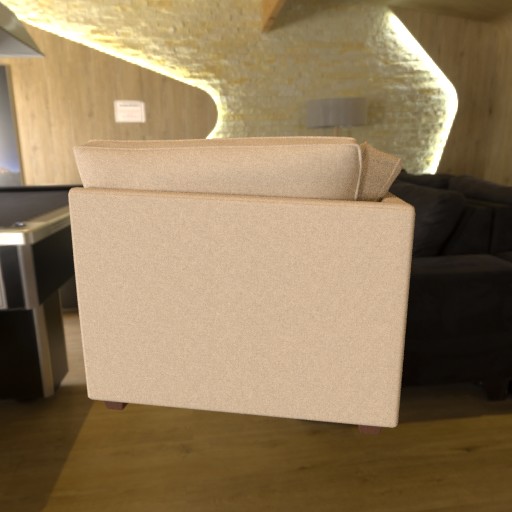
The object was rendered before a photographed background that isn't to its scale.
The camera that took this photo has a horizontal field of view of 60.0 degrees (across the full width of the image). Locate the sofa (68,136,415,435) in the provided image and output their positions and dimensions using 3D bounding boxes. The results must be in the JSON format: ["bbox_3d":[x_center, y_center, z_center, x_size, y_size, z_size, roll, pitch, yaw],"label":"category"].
[{"bbox_3d":[0.000,0.000,1.842,1.042,0.937,1.050,2,13,9],"label":"sofa"}]
